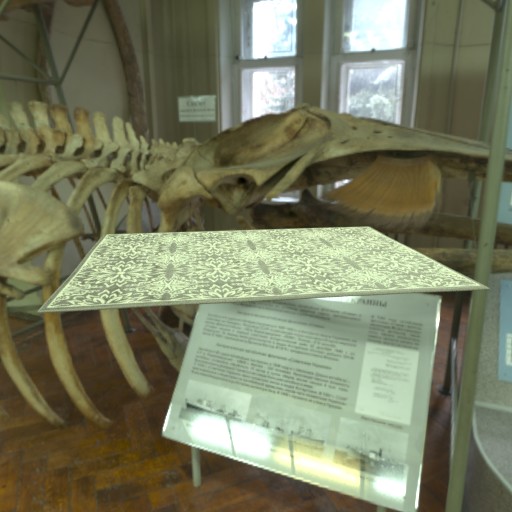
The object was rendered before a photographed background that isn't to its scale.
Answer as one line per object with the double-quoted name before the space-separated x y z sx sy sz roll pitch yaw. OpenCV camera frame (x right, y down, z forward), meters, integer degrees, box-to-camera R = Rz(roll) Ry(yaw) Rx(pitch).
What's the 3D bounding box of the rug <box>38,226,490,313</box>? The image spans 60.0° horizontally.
"rug" 0.000 0.000 2.906 2.213 0.014 1.608 -2 15 -8
